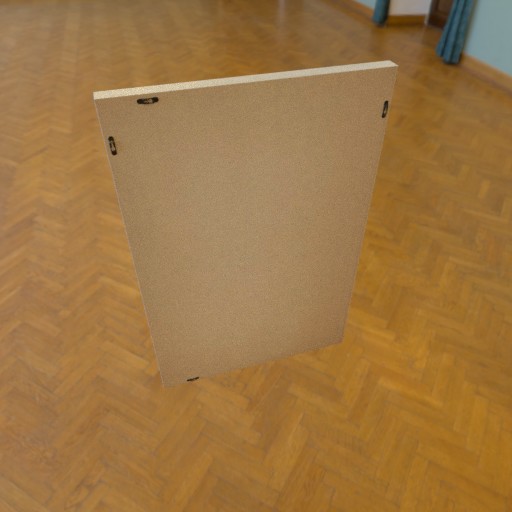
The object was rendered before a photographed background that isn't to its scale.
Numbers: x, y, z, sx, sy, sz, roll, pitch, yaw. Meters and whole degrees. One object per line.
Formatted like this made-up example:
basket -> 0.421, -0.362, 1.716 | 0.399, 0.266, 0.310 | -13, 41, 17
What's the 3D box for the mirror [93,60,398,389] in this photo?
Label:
mirror -> 0.000, 0.000, 1.162 | 0.609, 0.915, 0.041 | -11, 42, -13
